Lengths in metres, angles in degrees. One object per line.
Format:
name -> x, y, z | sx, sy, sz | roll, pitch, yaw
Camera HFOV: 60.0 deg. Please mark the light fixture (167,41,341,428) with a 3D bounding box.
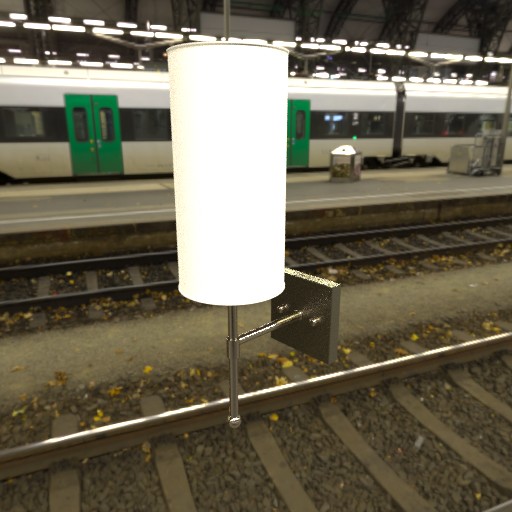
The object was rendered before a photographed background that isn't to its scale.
light fixture -> 0.000, 0.000, 0.557 | 0.208, 0.462, 0.128 | -15, 22, -41
